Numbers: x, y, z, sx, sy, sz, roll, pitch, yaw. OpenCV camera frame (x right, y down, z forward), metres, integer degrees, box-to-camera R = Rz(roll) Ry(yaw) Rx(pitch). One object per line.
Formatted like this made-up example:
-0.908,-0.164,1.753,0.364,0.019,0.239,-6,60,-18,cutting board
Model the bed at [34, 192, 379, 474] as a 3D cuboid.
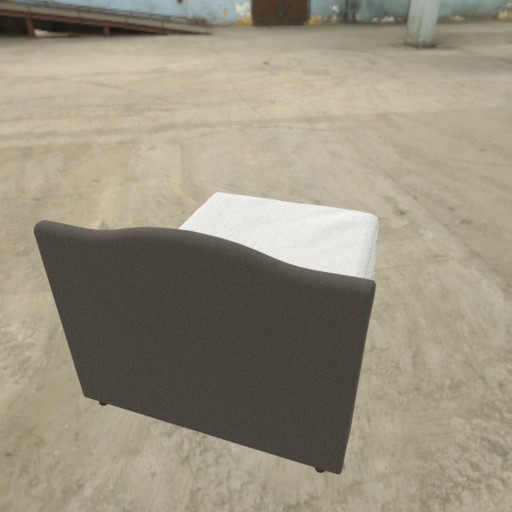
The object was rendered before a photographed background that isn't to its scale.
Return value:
0.000,0.000,3.082,1.666,1.387,2.036,10,34,16,bed
